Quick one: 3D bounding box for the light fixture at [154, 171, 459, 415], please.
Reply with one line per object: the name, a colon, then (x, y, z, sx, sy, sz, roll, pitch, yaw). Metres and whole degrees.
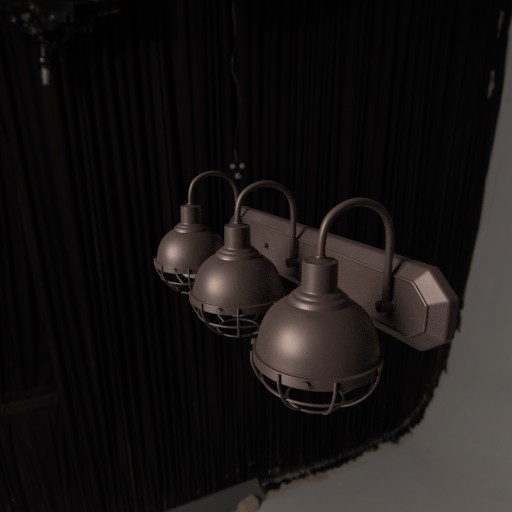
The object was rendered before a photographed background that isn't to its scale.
light fixture: (0.000, 0.000, 0.758, 0.229, 0.254, 0.634, -8, 17, -26)
